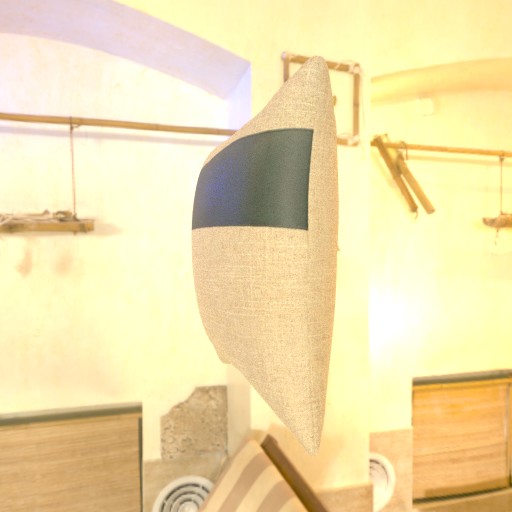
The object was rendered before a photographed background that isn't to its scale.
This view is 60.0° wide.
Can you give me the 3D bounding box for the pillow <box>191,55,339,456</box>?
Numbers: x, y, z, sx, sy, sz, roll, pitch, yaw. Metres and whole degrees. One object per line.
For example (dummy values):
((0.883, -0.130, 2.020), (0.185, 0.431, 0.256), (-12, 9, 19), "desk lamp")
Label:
((0.000, 0.000, 0.631), (0.173, 0.399, 0.414), (0, 1, -17), "pillow")
